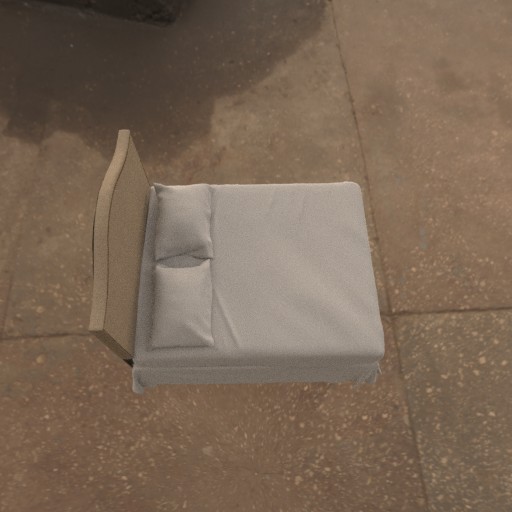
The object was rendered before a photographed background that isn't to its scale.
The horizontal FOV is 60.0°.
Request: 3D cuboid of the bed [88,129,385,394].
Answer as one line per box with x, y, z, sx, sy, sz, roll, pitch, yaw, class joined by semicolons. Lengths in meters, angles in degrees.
0.000;0.000;3.606;2.221;1.645;1.876;-1;64;0;bed
